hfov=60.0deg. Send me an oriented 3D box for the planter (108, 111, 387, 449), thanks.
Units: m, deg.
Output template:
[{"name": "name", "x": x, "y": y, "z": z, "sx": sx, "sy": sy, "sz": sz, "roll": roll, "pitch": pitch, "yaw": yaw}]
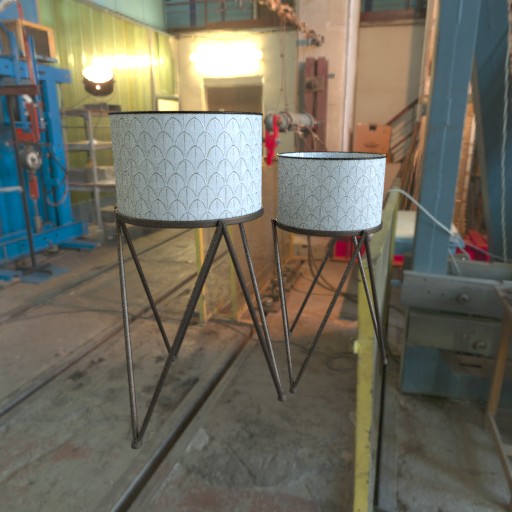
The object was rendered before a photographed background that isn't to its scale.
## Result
[{"name": "planter", "x": 0.000, "y": 0.000, "z": 1.171, "sx": 0.769, "sy": 0.712, "sz": 0.413, "roll": -8, "pitch": 18, "yaw": -27}]
